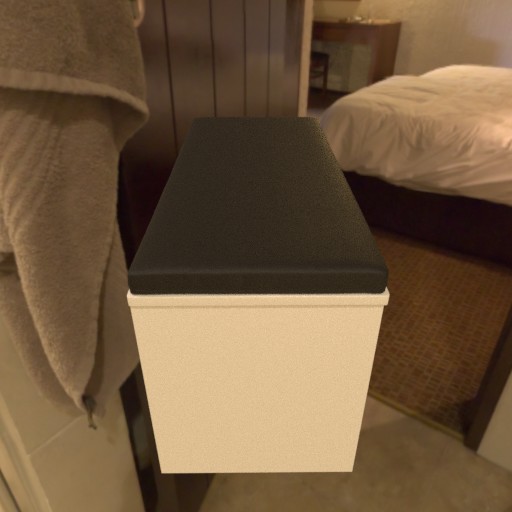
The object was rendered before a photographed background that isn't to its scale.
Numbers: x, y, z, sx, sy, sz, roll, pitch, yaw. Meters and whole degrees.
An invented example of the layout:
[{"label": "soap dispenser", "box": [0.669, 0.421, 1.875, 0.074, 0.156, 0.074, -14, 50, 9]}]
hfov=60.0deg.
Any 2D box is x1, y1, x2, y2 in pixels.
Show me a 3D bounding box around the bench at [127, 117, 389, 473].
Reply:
[{"label": "bench", "box": [0.000, 0.000, 1.162, 0.401, 0.500, 0.899, 0, 32, 0]}]
